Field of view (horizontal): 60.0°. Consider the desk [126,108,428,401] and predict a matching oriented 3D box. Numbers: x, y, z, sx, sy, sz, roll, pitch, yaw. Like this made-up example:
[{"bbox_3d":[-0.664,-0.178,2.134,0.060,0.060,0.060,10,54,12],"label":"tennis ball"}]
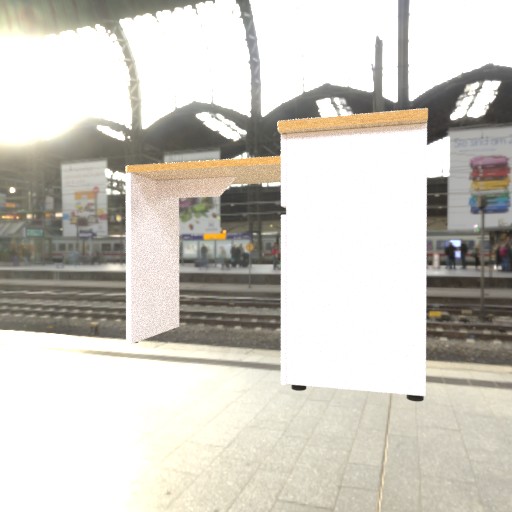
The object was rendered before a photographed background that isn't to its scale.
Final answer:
[{"bbox_3d":[0.000,0.000,1.718,1.170,0.760,0.900,0,1,16],"label":"desk"}]
